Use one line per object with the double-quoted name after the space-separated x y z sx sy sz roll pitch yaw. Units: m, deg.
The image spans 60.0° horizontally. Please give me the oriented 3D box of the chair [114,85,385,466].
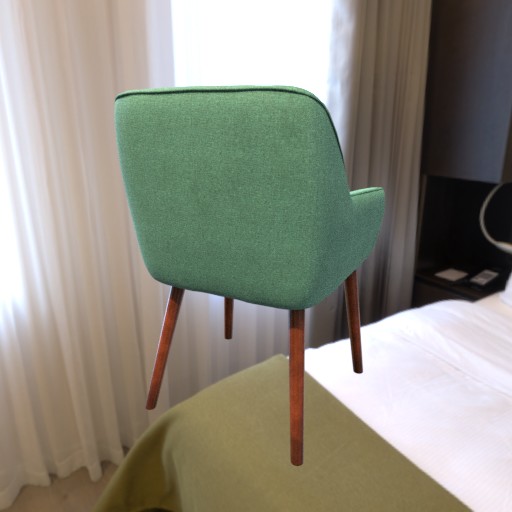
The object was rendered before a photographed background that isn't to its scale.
0.000 0.000 1.156 0.543 0.803 0.519 9 19 27 "chair"
